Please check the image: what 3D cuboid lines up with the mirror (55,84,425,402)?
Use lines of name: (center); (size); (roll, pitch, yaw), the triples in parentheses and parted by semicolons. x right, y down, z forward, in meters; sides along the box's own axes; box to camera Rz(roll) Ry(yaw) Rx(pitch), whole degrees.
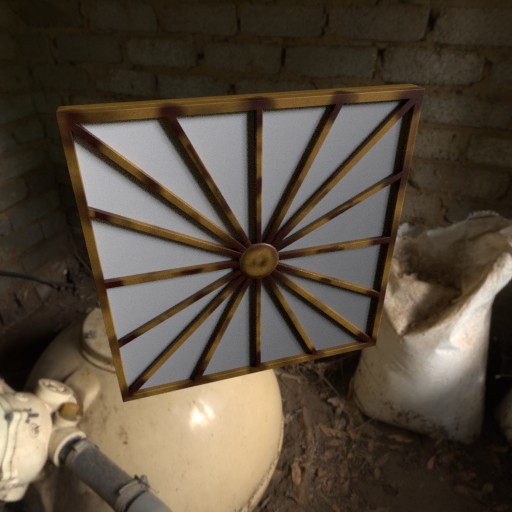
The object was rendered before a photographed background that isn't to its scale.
mirror: (0.000, 0.000, 0.735); (0.509, 0.507, 0.042); (-9, 33, -14)
